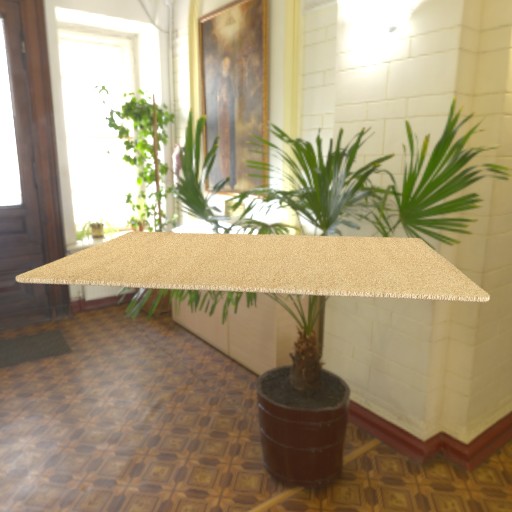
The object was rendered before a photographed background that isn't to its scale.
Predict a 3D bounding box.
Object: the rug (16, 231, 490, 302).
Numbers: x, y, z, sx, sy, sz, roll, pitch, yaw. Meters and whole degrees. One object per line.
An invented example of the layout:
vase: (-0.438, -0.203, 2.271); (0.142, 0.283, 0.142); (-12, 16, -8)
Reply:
rug: (0.000, 0.000, 2.858); (2.349, 0.026, 1.500); (2, 13, 8)
